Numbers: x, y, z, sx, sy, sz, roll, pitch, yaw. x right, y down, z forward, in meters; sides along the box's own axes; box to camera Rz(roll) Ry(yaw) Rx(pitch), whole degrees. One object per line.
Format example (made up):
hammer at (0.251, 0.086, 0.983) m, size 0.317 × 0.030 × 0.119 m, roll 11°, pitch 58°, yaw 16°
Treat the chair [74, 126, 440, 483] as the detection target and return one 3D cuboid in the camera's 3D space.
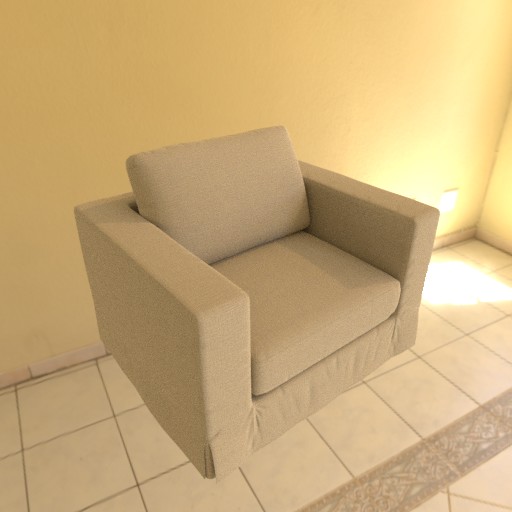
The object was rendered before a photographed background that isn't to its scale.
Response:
chair at (0.000, 0.000, 1.826) m, size 1.150 × 0.878 × 0.957 m, roll -21°, pitch 36°, yaw -33°
